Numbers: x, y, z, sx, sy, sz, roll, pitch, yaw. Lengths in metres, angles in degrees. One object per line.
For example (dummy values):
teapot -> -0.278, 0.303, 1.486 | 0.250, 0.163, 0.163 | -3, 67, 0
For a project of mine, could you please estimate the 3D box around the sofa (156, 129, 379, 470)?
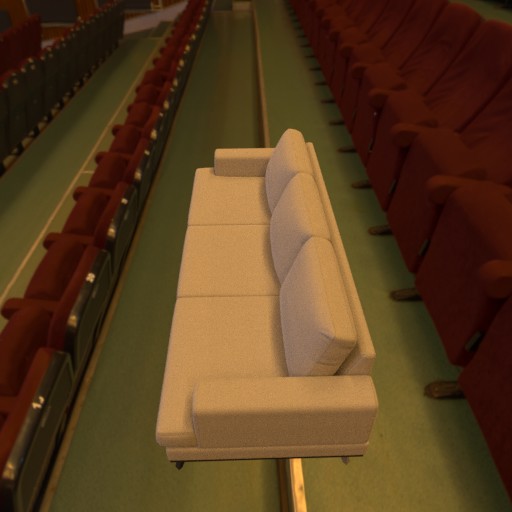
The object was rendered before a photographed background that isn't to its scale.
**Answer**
sofa -> 0.000, 0.000, 2.717 | 0.920, 0.810, 2.310 | -1, 39, -1
